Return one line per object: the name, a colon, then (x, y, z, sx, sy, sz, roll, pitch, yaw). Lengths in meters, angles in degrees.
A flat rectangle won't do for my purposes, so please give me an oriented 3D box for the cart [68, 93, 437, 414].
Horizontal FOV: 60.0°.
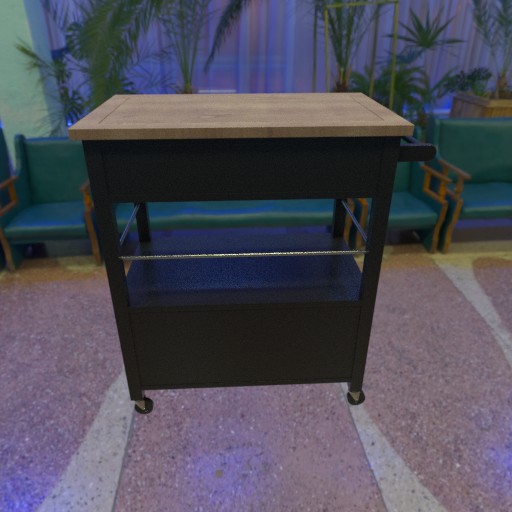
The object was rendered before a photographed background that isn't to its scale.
cart: (0.000, 0.000, 1.393, 0.840, 0.901, 0.459, -1, 29, -3)
